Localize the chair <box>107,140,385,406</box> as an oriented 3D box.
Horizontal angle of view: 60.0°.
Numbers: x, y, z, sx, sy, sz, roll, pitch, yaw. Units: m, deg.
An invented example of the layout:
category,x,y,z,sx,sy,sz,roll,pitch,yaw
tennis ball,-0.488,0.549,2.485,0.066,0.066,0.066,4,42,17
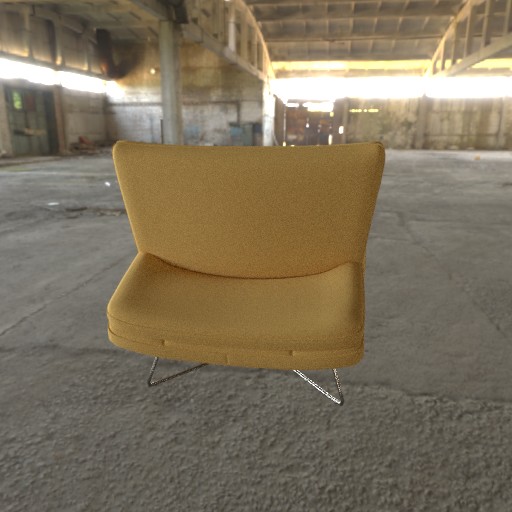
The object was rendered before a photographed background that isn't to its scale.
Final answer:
category,x,y,z,sx,sy,sz,roll,pitch,yaw
chair,0.000,0.000,1.682,0.859,0.855,1.008,3,16,9
